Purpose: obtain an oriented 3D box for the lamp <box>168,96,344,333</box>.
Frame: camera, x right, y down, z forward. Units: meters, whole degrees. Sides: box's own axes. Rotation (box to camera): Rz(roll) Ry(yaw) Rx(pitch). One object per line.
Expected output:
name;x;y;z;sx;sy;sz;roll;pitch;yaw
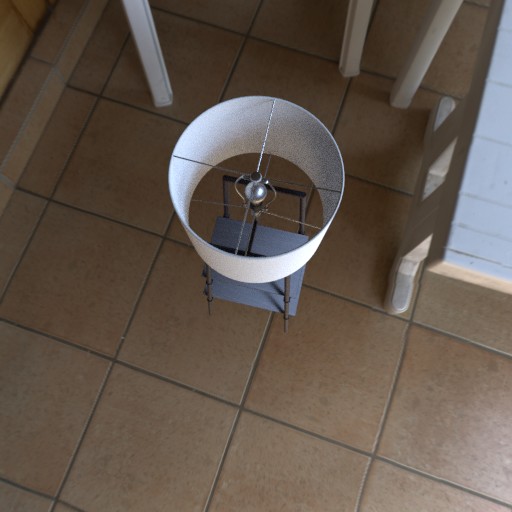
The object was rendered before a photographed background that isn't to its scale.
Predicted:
lamp;0.000;0.000;1.657;0.427;1.474;0.384;13;77;3
